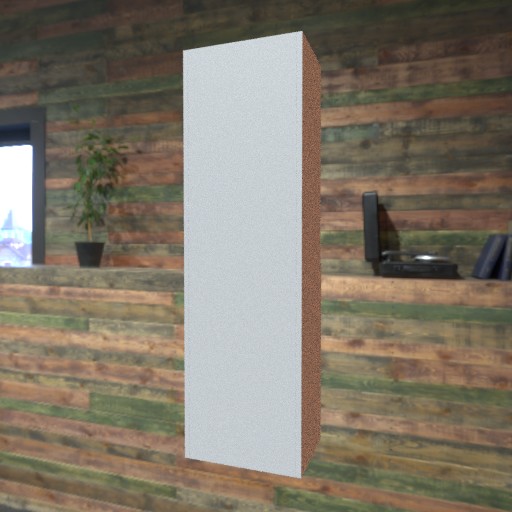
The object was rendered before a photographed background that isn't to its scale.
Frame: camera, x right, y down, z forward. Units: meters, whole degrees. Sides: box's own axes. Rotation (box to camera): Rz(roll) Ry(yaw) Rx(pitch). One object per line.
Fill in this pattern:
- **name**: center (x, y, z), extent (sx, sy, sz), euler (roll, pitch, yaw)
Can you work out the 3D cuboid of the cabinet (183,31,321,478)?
- **cabinet**: center (0.000, 0.000, 1.544), extent (0.400, 1.350, 0.300), euler (1, 2, 20)
